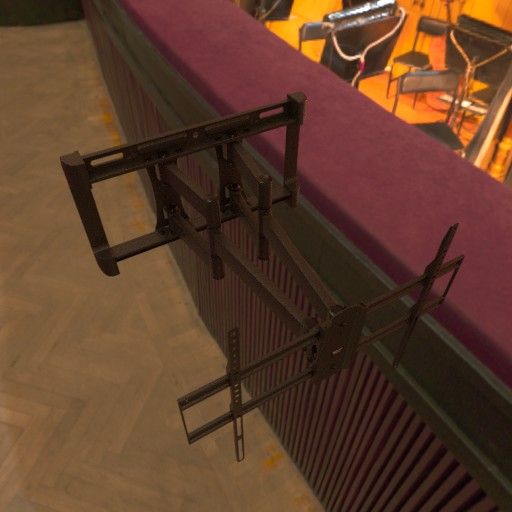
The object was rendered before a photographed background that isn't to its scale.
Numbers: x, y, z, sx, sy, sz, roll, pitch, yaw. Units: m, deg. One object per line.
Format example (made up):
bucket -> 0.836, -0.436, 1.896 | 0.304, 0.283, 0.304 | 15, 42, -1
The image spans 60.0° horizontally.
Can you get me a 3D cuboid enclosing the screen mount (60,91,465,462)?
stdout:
screen mount -> 0.000, 0.000, 1.068 | 0.661, 0.491, 0.644 | -22, 49, -21
